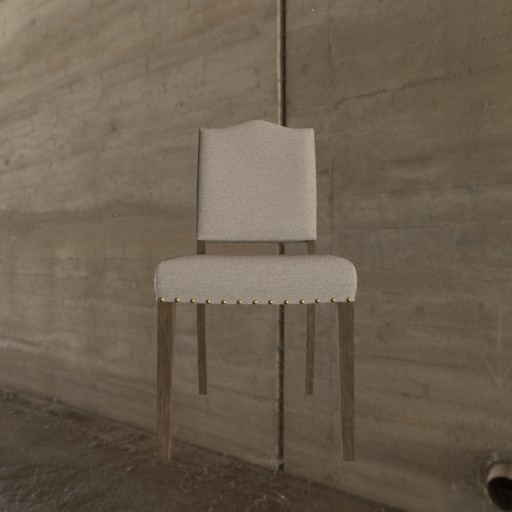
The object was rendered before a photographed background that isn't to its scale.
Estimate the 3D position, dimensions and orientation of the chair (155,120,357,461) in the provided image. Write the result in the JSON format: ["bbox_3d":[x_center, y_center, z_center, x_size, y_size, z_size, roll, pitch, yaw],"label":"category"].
[{"bbox_3d":[0.000,0.000,1.402,0.508,1.020,0.620,0,1,0],"label":"chair"}]
